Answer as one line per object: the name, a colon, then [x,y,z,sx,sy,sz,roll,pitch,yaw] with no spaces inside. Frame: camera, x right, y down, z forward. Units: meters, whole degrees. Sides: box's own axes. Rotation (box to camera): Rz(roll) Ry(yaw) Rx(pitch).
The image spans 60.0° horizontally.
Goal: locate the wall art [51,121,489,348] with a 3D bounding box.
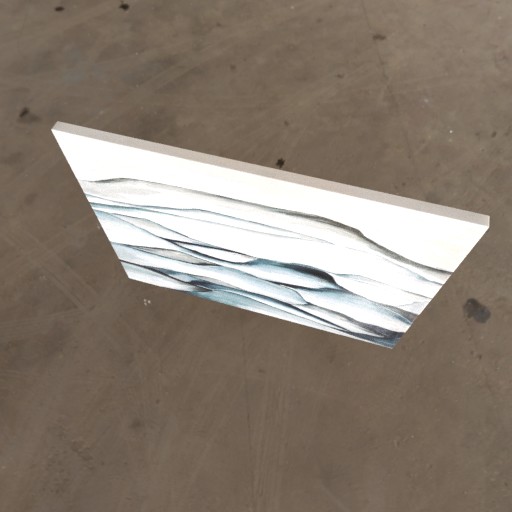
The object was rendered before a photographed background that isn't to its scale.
wall art: [0.000,0.000,1.589,1.219,0.915,0.039,14,60,8]
